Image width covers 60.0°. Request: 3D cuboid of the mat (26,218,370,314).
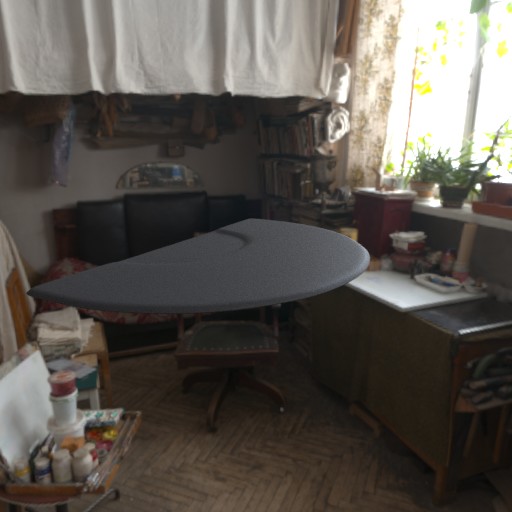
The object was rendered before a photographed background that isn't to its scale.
[{"bbox_3d":[0.000,0.000,1.875,0.917,0.022,1.525,8,17,27],"label":"mat"}]
